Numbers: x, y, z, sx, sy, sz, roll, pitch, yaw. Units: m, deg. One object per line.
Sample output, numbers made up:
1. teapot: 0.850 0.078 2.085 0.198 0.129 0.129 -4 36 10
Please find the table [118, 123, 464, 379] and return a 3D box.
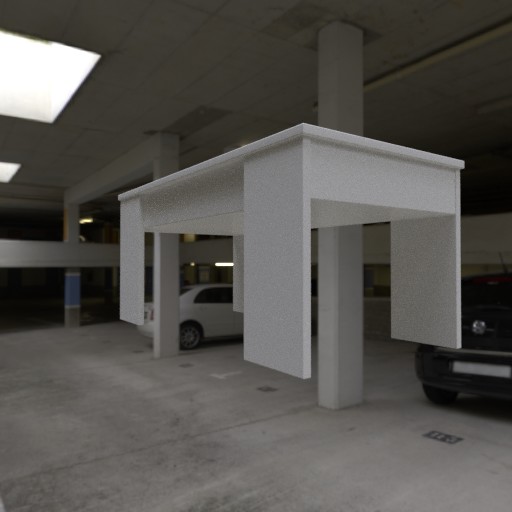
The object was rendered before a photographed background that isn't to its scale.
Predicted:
1. table: 0.000 0.000 1.307 0.500 0.440 1.000 1 -1 -35
